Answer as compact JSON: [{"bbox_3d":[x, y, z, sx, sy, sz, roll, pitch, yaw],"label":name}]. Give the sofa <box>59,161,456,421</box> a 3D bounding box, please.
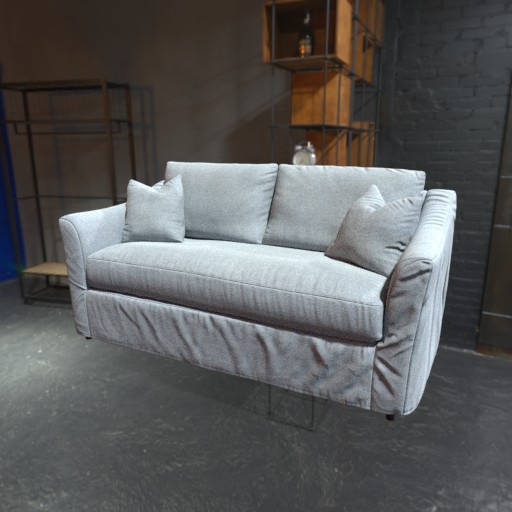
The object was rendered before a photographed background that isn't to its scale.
[{"bbox_3d":[0.000,0.000,2.546,2.010,1.018,1.072,7,16,26],"label":"sofa"}]
